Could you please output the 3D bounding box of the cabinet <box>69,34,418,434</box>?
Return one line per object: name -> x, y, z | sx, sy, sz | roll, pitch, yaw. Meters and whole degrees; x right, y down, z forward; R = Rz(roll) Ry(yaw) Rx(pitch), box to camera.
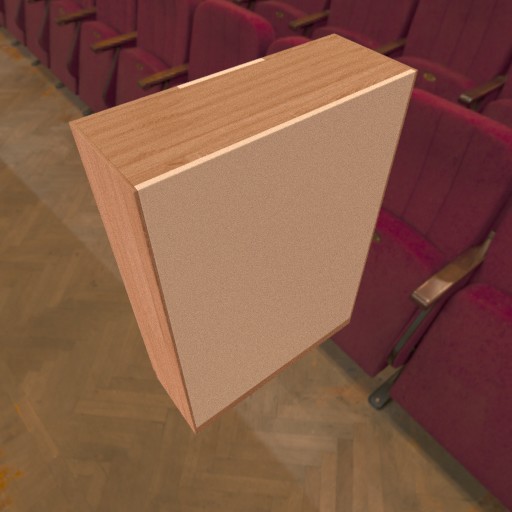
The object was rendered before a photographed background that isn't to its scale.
cabinet -> 0.000, 0.000, 2.738 | 1.500, 2.120, 0.590 | -30, 54, -25
